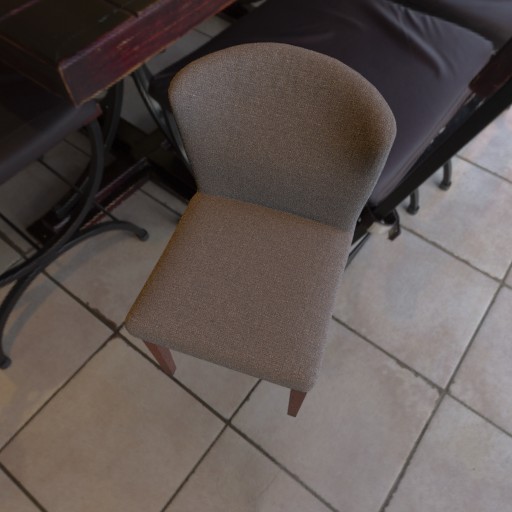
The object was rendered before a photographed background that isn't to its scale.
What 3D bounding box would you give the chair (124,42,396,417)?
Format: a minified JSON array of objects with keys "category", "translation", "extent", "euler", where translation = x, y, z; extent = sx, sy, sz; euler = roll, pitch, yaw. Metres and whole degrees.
[{"category":"chair","translation":[0.000,0.000,1.162],"extent":[0.491,0.839,0.589],"euler":[16,60,9]}]
